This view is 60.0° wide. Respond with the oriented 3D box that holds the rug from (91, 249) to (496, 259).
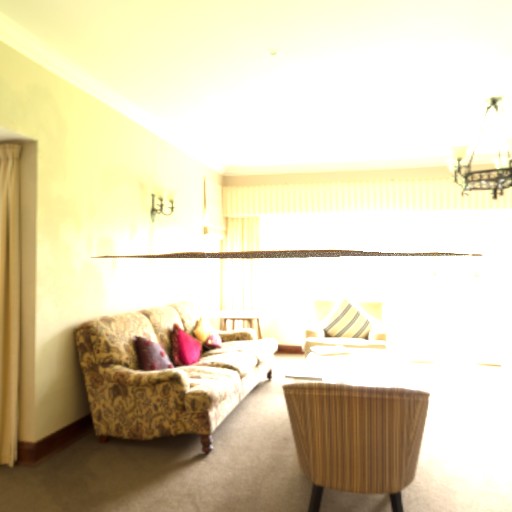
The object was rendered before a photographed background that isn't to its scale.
[{"bbox_3d":[0.000,0.000,3.002,1.524,0.015,2.439,1,-1,-35],"label":"rug"}]
